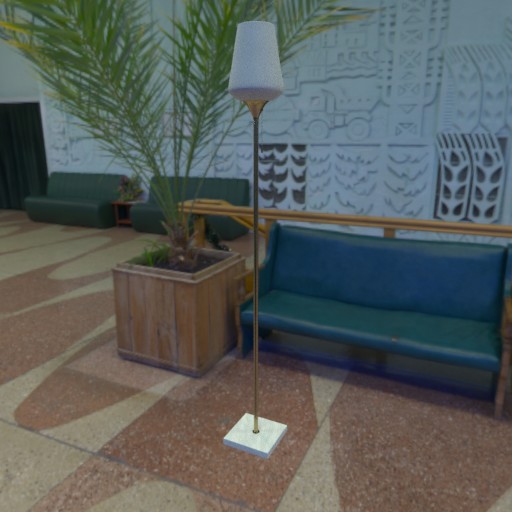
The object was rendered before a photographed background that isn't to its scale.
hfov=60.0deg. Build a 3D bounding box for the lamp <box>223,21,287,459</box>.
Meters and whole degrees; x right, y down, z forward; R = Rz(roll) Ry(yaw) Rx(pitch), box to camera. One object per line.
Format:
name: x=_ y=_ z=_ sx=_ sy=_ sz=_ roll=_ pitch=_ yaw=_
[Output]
lamp: x=0.000 y=0.000 z=1.918 sx=0.232 sy=1.813 sz=0.229 roll=7 pitch=16 yaw=26
